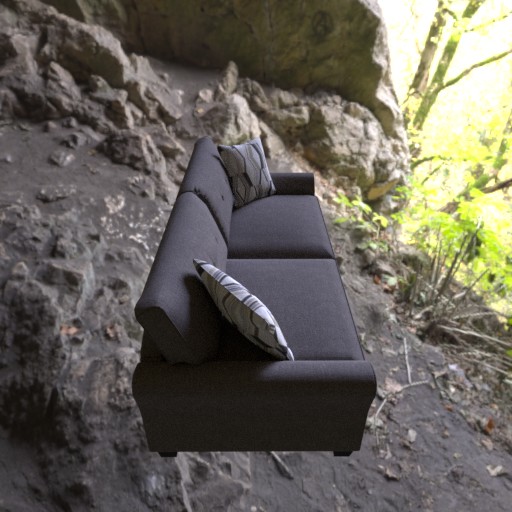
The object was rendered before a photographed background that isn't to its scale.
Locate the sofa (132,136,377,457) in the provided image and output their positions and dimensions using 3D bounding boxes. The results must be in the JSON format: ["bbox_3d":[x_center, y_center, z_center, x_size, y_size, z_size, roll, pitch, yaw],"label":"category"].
[{"bbox_3d":[0.000,0.000,2.455,0.889,0.813,2.032,0,32,0],"label":"sofa"}]
